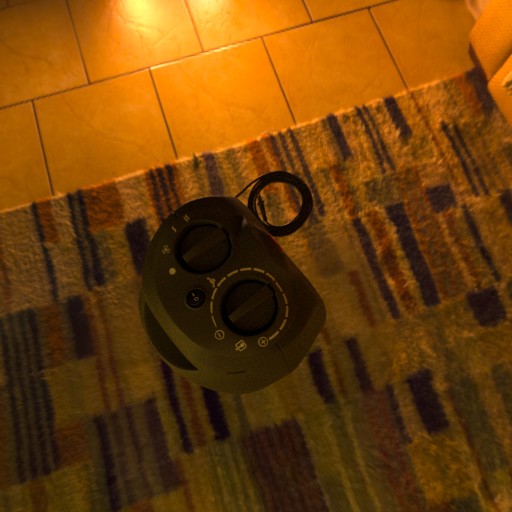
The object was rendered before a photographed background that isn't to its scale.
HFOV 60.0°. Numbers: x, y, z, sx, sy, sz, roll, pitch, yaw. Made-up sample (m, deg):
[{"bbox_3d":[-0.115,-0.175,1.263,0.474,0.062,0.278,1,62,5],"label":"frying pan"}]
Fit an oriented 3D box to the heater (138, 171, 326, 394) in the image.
[{"bbox_3d":[0.000,0.000,0.487,0.291,0.255,0.239,-37,78,-10],"label":"heater"}]
